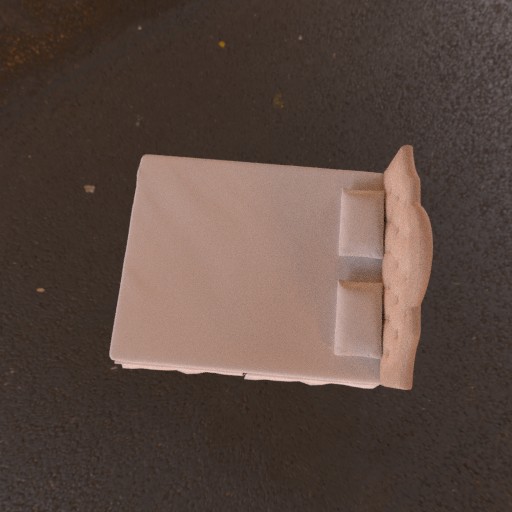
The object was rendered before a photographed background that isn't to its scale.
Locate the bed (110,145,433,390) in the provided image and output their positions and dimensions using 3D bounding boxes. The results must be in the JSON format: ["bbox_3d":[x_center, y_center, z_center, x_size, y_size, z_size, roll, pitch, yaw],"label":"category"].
[{"bbox_3d":[0.000,0.000,3.039,1.970,1.194,1.667,5,76,1],"label":"bed"}]
